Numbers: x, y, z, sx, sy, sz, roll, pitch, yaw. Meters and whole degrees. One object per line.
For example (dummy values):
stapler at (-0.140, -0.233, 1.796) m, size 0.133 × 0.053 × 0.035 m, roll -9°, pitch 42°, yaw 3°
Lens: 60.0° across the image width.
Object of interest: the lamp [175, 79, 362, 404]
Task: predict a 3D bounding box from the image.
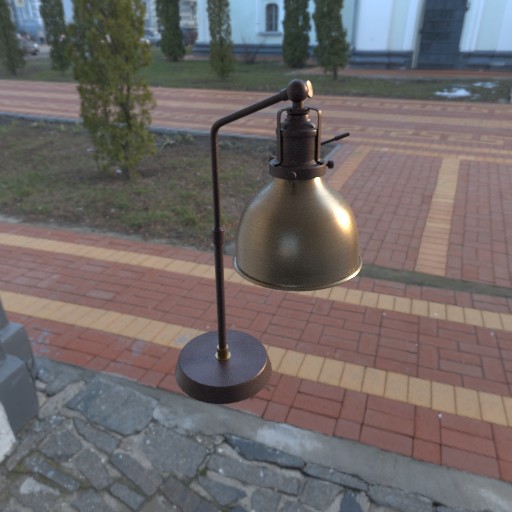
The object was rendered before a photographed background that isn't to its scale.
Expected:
lamp at (0.000, 0.000, 0.623) m, size 0.298 × 0.469 × 0.175 m, roll 19°, pitch 32°, yaw 32°
